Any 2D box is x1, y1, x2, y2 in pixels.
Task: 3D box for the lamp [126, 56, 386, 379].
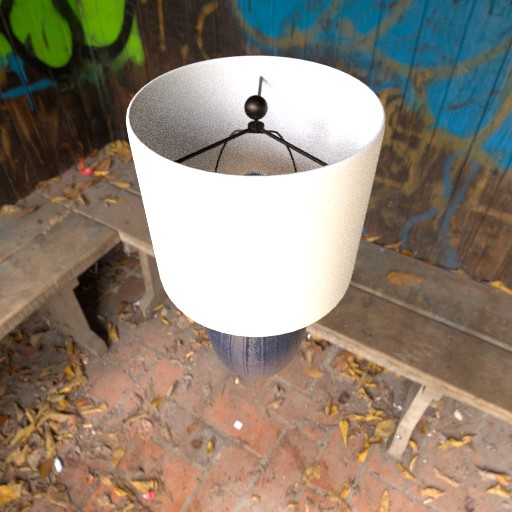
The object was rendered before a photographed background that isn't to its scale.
[{"bbox_3d":[0.000,0.000,0.762,0.329,0.570,0.329,2,45,2],"label":"lamp"}]
